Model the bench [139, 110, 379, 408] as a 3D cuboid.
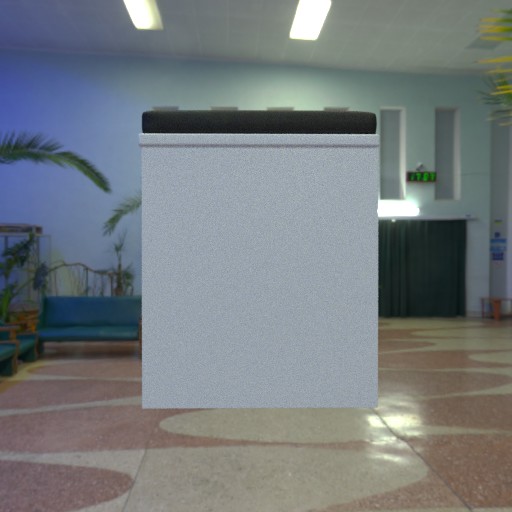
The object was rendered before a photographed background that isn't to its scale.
[{"bbox_3d":[0.000,0.000,1.182,0.401,0.500,0.899,0,0,-1],"label":"bench"}]
